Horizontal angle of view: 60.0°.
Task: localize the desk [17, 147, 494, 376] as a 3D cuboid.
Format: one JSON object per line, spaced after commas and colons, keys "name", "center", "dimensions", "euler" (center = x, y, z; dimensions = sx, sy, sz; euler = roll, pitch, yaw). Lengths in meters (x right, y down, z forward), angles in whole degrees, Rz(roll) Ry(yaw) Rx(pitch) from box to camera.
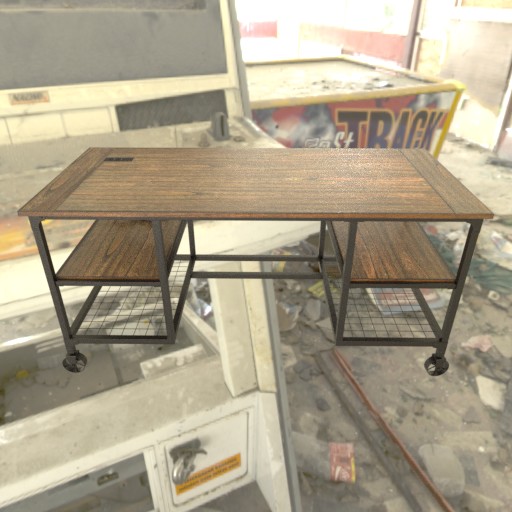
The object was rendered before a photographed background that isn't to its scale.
{"name": "desk", "center": [0.000, 0.000, 1.943], "dimensions": [1.590, 0.751, 0.711], "euler": [0, 30, 1]}
